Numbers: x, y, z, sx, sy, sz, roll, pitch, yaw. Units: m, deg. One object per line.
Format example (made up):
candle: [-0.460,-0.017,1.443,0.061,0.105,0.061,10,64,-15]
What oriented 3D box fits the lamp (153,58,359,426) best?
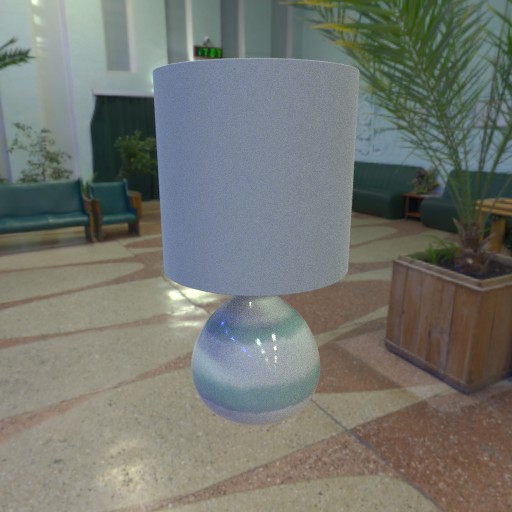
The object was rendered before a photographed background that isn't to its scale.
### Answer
lamp: [0.000,0.000,0.529,0.217,0.404,0.217,-8,17,-26]
